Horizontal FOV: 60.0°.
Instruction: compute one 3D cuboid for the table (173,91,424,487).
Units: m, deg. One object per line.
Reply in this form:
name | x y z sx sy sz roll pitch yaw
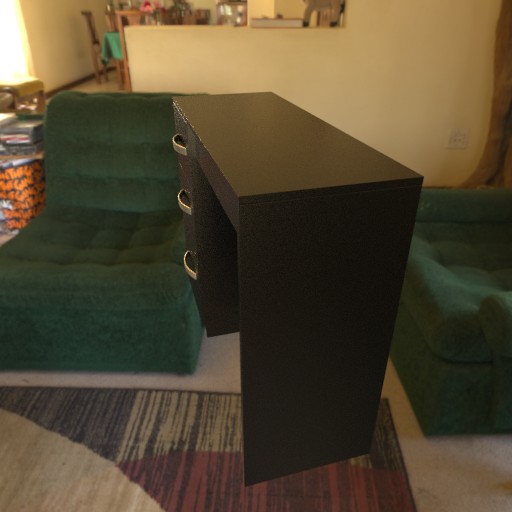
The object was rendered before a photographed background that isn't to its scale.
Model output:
table | 0.000 0.000 1.356 0.380 0.790 0.930 -8 31 -14
